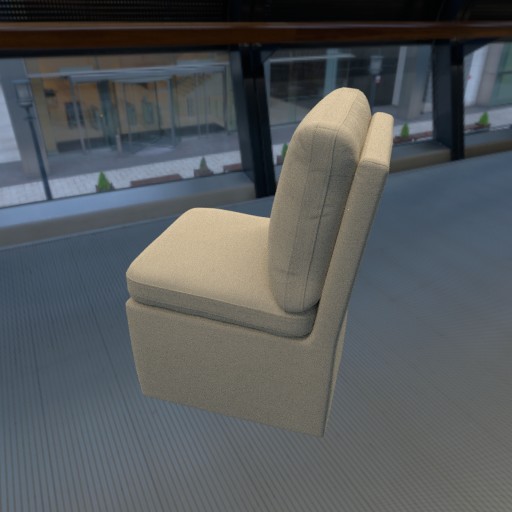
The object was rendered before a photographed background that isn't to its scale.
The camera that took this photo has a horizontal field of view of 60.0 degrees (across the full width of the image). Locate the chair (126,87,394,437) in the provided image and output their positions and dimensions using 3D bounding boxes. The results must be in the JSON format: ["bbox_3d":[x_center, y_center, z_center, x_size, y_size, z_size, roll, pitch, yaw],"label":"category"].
[{"bbox_3d":[0.000,0.000,1.357,0.698,0.927,0.503,8,31,14],"label":"chair"}]
